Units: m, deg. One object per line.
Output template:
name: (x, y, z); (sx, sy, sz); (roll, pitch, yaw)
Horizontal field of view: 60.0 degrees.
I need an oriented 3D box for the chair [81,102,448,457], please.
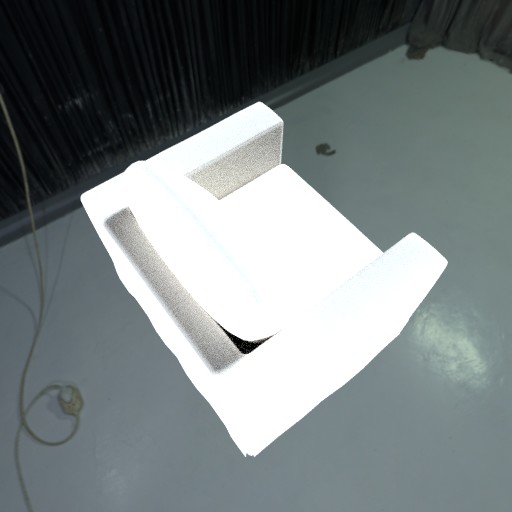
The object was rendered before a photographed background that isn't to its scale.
chair: (0.000, 0.000, 1.862); (0.957, 0.878, 1.150); (-34, 64, -19)
